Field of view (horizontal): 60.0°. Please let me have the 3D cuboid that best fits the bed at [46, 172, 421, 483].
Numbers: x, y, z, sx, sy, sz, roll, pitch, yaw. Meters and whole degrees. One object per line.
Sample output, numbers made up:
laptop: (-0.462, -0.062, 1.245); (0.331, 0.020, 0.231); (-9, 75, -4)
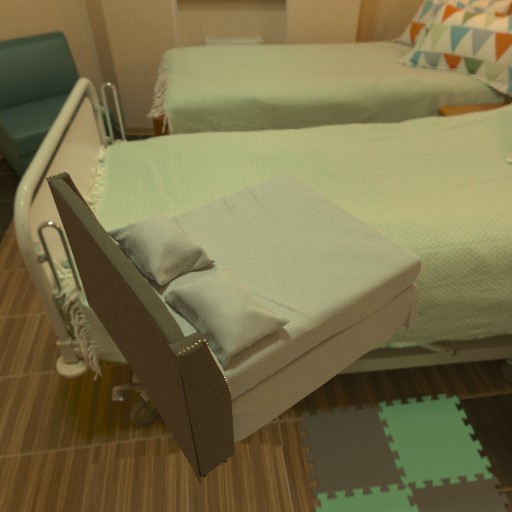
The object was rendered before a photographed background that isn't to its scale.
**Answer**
bed: (0.000, 0.000, 3.426); (2.276, 1.332, 1.925); (-26, 47, -27)
